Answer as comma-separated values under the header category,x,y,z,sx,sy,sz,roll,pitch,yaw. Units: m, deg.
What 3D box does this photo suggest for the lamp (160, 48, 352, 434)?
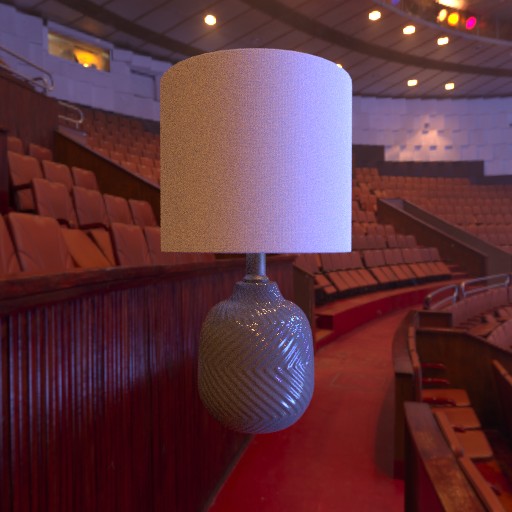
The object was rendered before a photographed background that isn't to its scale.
category,x,y,z,sx,sy,sz,roll,pitch,yaw
lamp,0.000,0.000,0.492,0.207,0.366,0.207,0,1,0
